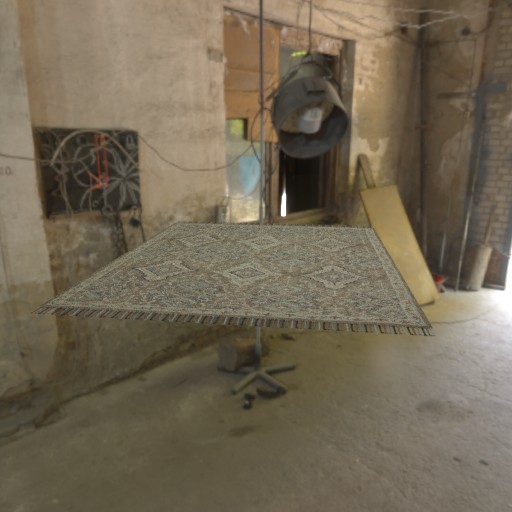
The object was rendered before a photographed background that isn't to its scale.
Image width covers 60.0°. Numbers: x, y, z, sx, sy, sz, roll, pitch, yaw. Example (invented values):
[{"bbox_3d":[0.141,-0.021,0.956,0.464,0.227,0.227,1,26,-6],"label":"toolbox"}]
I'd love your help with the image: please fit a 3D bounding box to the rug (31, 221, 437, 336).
[{"bbox_3d":[0.000,0.000,4.057,2.437,0.010,3.056,2,15,8],"label":"rug"}]
